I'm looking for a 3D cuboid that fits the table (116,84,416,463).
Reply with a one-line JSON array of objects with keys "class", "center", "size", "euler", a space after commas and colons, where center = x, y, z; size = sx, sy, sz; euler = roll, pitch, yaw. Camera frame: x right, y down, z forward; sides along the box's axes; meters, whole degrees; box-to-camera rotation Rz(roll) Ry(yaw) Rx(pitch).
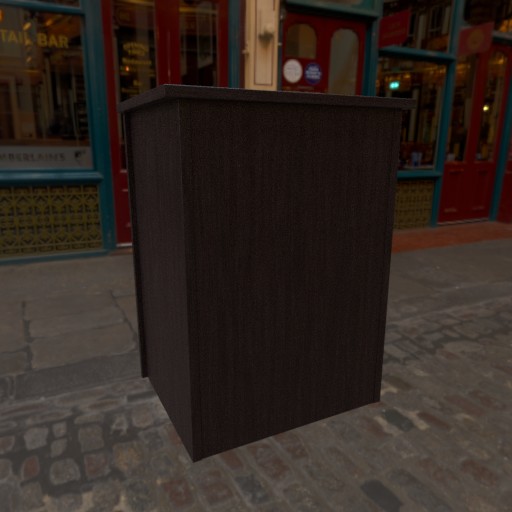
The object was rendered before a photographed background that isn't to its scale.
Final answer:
[{"class": "table", "center": [0.000, 0.000, 0.965], "size": [0.480, 0.635, 0.381], "euler": [-7, 16, -26]}]
